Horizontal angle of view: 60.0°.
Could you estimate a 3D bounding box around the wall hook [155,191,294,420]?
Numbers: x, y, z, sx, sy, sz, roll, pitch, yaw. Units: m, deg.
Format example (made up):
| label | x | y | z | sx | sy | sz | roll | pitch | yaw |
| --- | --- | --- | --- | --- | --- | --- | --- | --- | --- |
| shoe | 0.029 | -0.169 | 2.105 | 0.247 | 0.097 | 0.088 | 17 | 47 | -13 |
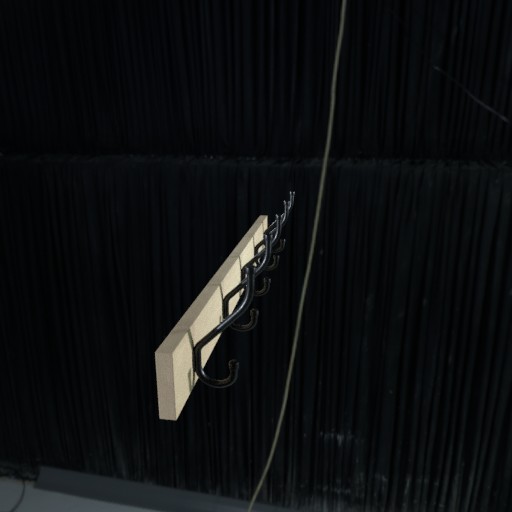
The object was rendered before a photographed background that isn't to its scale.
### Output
| label | x | y | z | sx | sy | sz | roll | pitch | yaw |
| --- | --- | --- | --- | --- | --- | --- | --- | --- | --- |
| wall hook | 0.000 | 0.000 | 0.609 | 0.071 | 0.117 | 0.571 | 2 | 16 | 8 |
